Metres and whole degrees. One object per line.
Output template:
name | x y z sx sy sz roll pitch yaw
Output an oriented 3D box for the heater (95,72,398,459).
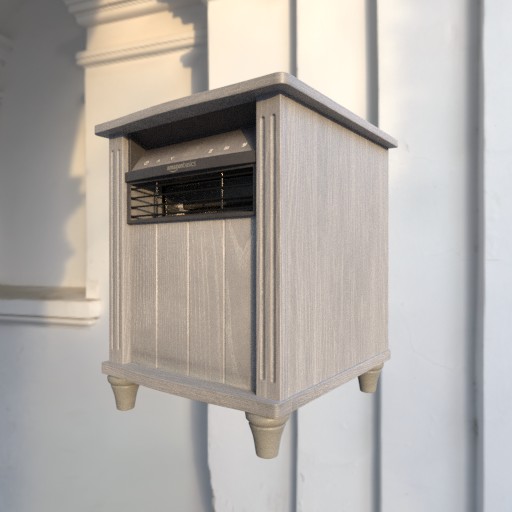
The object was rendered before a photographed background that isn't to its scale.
heater | 0.000 0.000 0.750 0.362 0.481 0.400 0 0 37
